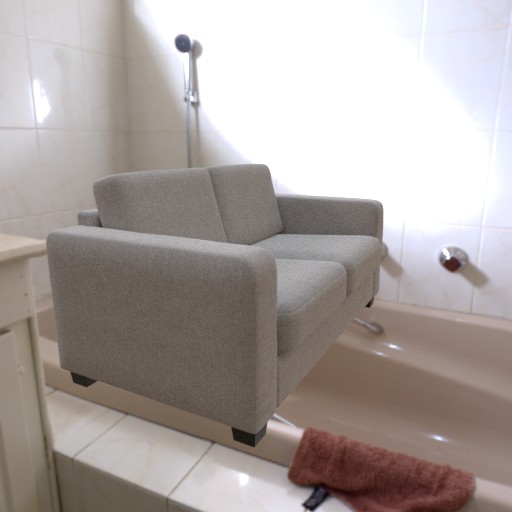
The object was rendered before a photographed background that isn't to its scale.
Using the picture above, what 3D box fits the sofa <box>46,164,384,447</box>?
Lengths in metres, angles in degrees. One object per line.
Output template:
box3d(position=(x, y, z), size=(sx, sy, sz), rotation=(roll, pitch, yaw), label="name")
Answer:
box3d(position=(0.000, 0.000, 2.049), size=(0.900, 0.800, 1.540), rotation=(7, 16, 28), label="sofa")
